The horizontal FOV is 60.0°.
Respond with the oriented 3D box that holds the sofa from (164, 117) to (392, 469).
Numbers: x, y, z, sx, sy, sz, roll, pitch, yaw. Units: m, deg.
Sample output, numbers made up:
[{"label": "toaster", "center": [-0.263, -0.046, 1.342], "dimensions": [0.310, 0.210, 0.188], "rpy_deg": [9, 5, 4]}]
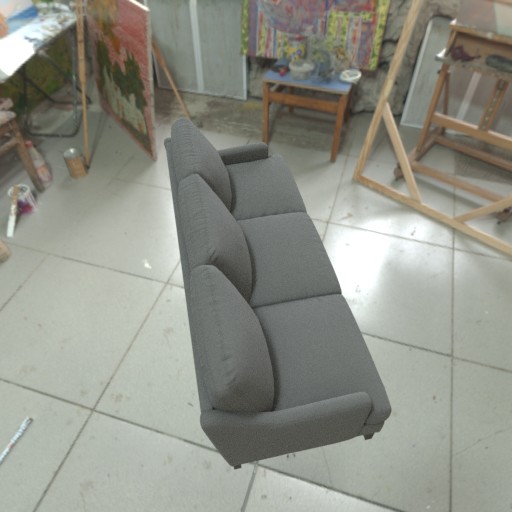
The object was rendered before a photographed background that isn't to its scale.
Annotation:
[{"label": "sofa", "center": [0.000, 0.000, 2.937], "dimensions": [0.987, 0.926, 2.344], "rpy_deg": [-9, 48, -8]}]
